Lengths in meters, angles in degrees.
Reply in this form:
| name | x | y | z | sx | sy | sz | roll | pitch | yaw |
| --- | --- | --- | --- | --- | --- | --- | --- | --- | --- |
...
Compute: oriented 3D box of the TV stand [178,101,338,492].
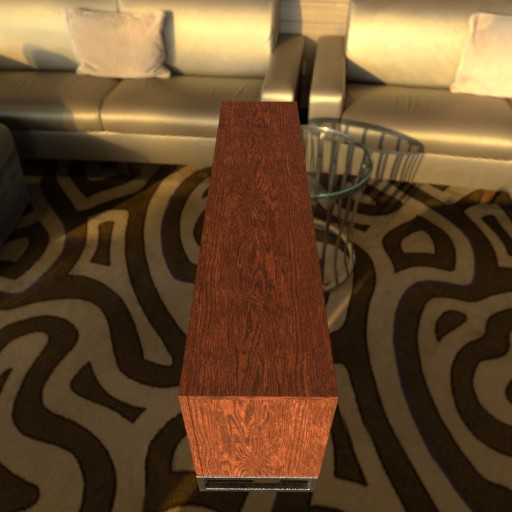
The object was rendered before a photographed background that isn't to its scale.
| name | x | y | z | sx | sy | sz | roll | pitch | yaw |
| --- | --- | --- | --- | --- | --- | --- | --- | --- | --- |
| TV stand | 0.000 | 0.000 | 1.752 | 0.382 | 0.578 | 1.541 | 0 | 43 | 0 |
